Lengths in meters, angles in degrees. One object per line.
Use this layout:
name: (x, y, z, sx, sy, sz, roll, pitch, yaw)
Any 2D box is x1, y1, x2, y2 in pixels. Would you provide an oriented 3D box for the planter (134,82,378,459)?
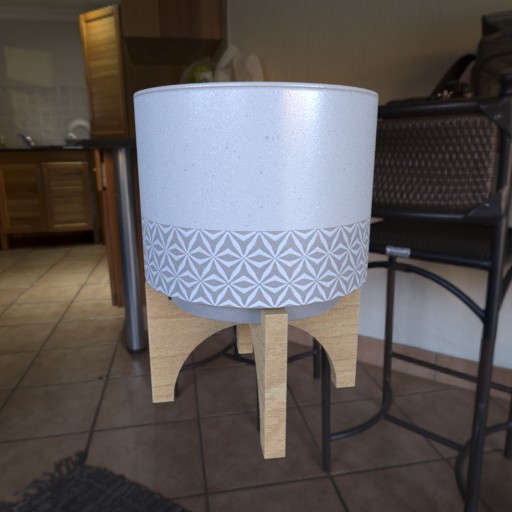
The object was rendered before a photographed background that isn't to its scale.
planter: (0.000, 0.000, 0.507, 0.249, 0.343, 0.249, 0, 14, 0)
